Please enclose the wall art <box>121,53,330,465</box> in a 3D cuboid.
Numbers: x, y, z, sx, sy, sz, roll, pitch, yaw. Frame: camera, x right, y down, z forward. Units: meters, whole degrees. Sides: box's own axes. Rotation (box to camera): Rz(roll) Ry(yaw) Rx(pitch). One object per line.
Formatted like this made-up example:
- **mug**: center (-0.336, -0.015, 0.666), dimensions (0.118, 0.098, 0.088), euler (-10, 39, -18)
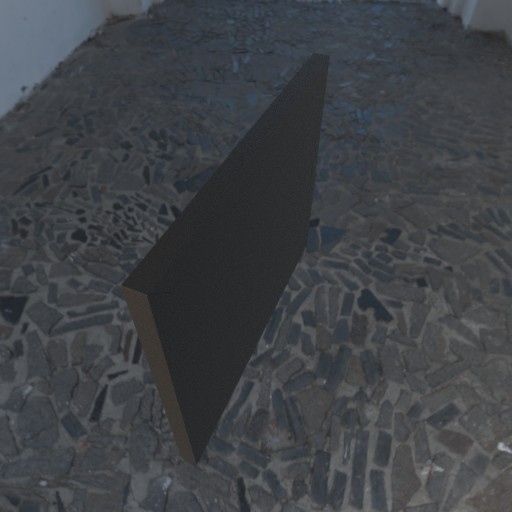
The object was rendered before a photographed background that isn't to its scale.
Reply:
- **wall art**: center (0.000, 0.000, 0.745), dimensions (0.029, 0.457, 0.558), euler (18, 50, 16)
